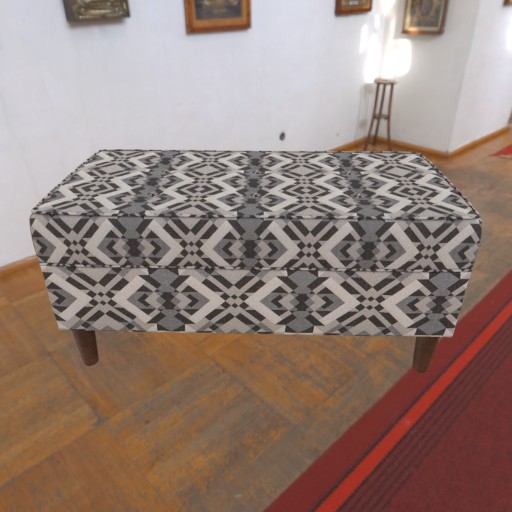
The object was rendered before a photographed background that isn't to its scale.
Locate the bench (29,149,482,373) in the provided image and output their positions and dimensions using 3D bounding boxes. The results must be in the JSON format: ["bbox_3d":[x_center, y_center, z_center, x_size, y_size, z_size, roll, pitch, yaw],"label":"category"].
[{"bbox_3d":[0.000,0.000,1.273,1.016,0.477,0.492,1,30,1],"label":"bench"}]
